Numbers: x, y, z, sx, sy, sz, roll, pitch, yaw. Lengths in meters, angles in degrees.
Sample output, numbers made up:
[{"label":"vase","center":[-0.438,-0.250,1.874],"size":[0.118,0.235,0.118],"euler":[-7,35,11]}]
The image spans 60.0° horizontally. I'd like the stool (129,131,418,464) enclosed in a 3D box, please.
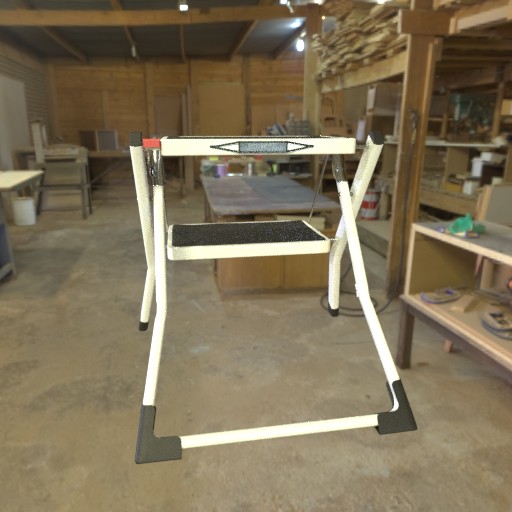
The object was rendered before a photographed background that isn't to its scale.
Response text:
[{"label":"stool","center":[0.000,0.000,0.820],"size":[0.485,0.445,0.490],"euler":[-3,17,-9]}]
